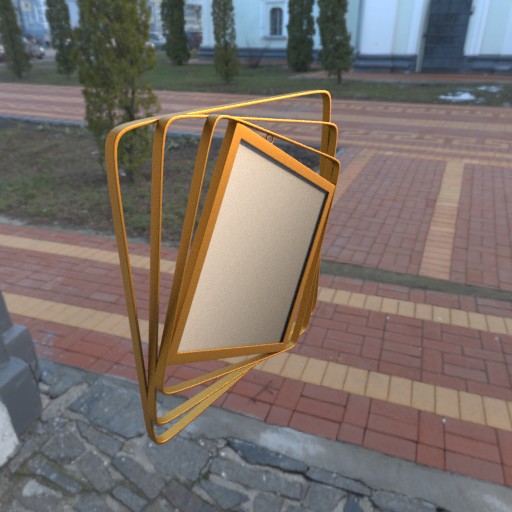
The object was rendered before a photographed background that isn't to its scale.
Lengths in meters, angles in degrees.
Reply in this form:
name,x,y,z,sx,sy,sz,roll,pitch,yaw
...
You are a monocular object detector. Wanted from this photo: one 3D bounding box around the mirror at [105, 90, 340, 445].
name,x,y,z,sx,sy,sz,roll,pitch,yaw
mirror,0.000,0.000,0.703,0.045,0.468,0.470,19,32,33
